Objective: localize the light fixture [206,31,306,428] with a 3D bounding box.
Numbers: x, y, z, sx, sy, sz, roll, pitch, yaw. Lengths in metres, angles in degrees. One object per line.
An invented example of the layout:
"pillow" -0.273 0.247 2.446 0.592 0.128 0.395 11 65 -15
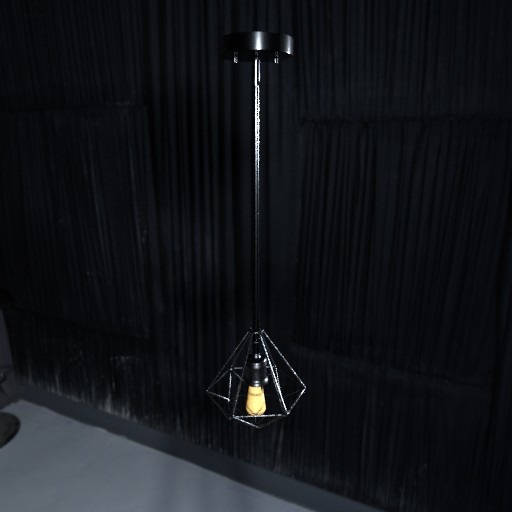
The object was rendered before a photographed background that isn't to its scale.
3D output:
"light fixture" 0.000 0.000 1.980 0.431 1.764 0.487 7 17 25
